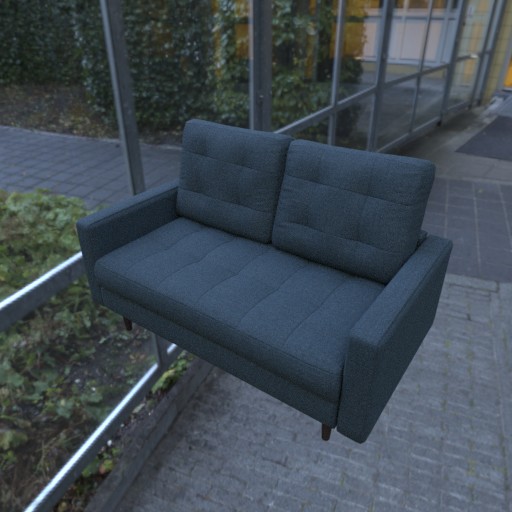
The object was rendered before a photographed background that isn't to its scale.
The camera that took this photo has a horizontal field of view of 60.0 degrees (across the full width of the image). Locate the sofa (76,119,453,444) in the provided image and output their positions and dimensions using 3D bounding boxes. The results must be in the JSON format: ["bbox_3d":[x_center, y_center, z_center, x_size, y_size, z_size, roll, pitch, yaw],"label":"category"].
[{"bbox_3d":[0.000,0.000,1.913,1.407,0.907,0.842,19,35,30],"label":"sofa"}]
